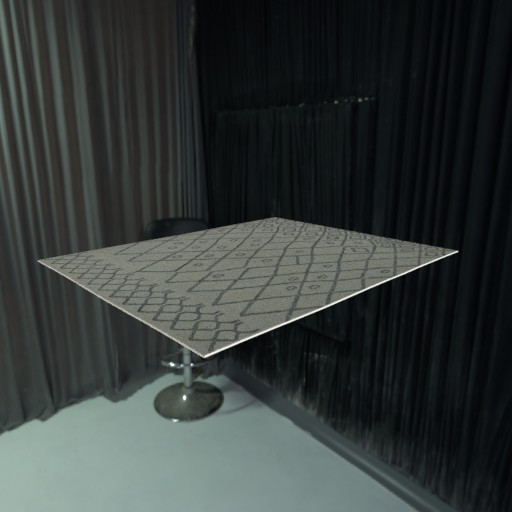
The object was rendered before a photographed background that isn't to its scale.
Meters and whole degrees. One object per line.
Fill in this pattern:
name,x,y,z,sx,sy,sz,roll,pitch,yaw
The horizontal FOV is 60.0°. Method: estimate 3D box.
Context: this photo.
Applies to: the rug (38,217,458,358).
rug,0.000,0.000,4.102,3.046,0.015,2.446,-14,21,-42
